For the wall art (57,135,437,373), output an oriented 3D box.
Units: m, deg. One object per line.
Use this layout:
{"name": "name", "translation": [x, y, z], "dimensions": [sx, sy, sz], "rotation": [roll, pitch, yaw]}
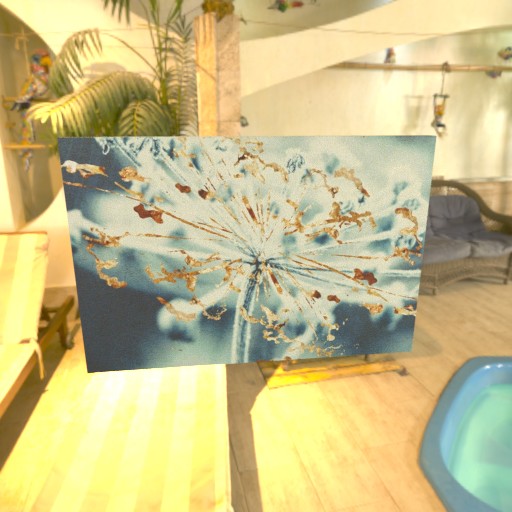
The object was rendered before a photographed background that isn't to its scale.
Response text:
{"name": "wall art", "translation": [0.000, 0.000, 1.167], "dimensions": [0.912, 0.608, 0.038], "rotation": [-2, 17, -7]}
